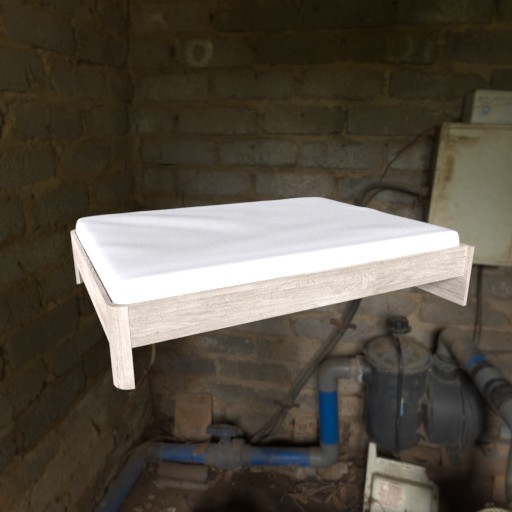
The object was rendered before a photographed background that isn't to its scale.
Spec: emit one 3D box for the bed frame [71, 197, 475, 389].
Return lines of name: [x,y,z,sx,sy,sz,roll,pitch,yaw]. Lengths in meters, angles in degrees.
bed frame: [0.000,0.000,2.692,1.950,0.462,1.490,-8,19,-26]
